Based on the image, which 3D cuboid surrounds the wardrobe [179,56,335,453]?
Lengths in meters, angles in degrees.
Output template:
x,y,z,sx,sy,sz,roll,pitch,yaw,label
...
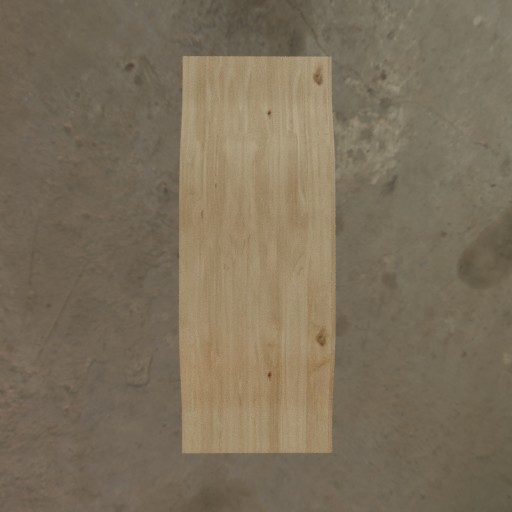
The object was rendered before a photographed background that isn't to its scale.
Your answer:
x,y,z,sx,sy,sz,roll,pitch,yaw,label
0.000,0.000,2.538,0.570,1.870,1.500,0,89,0,wardrobe
